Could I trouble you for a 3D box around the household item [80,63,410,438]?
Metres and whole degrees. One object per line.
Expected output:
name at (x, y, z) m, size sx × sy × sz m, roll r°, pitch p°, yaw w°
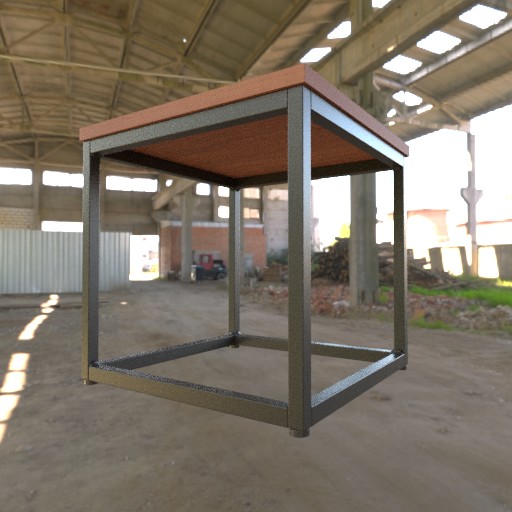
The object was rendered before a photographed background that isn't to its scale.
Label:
household item at (0.000, 0.000, 0.746) m, size 0.400 × 0.400 × 0.400 m, roll -1°, pitch -1°, yaw 34°
